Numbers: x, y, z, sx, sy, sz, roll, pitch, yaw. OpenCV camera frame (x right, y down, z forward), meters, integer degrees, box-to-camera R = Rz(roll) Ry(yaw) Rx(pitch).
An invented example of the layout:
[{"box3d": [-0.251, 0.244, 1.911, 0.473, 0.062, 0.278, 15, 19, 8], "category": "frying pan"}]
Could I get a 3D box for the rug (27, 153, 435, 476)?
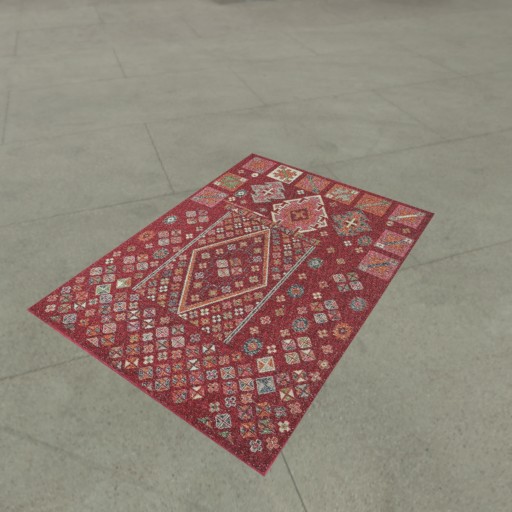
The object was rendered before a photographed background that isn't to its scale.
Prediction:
[{"box3d": [0.000, 0.000, 2.792, 1.579, 0.007, 2.184, 24, 46, 25], "category": "rug"}]
